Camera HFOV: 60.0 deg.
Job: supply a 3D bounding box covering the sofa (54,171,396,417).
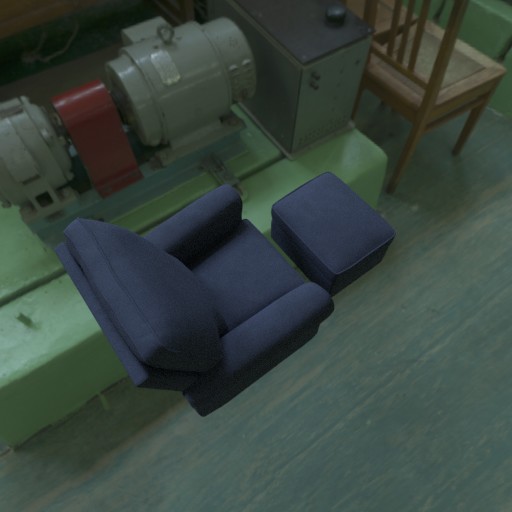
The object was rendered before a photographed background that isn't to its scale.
[{"bbox_3d":[0.000,0.000,2.118,1.478,0.959,0.880,-33,65,-18],"label":"sofa"}]
